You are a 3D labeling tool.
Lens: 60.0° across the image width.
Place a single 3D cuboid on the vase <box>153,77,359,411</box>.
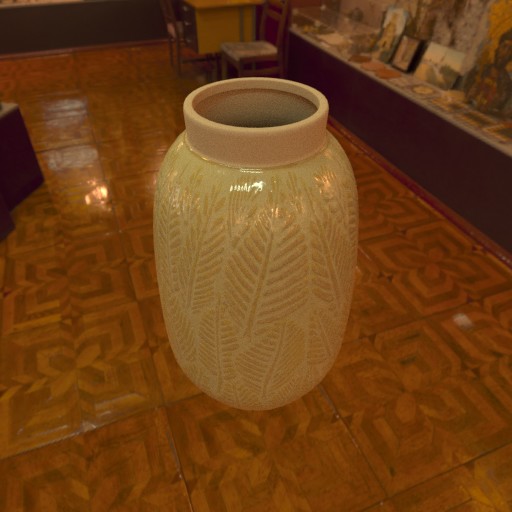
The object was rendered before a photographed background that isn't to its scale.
[{"bbox_3d":[0.000,0.000,0.382,0.172,0.270,0.172,0,40,0],"label":"vase"}]
